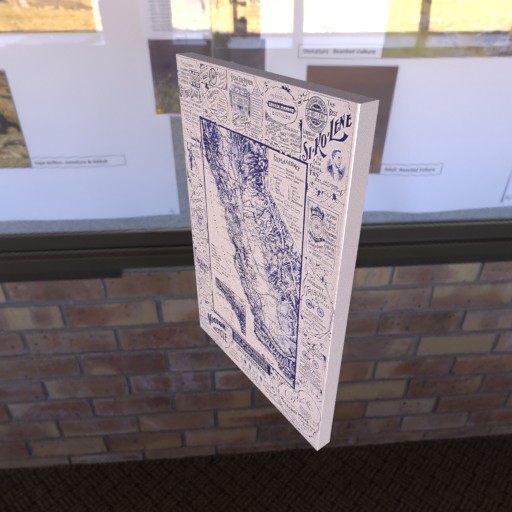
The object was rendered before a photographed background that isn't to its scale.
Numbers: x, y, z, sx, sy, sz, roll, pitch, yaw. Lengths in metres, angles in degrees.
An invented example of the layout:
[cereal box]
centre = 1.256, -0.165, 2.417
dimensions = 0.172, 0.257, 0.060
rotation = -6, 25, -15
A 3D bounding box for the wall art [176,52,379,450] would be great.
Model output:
[wall art]
centre = 0.000, 0.000, 0.965
dimensions = 0.039, 0.753, 0.511
rotation = -22, 39, -30
